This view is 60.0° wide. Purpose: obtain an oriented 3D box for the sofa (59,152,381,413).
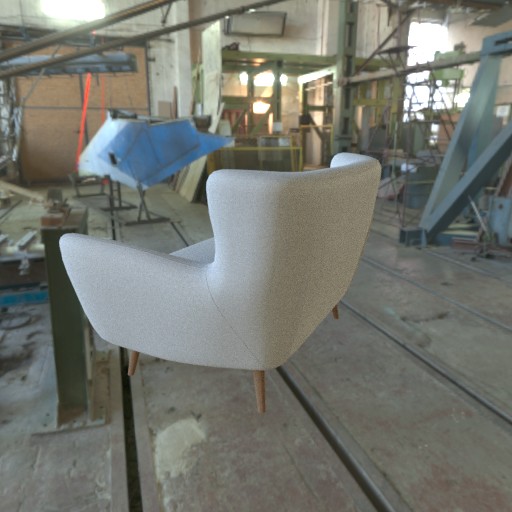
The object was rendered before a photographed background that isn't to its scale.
[{"bbox_3d":[0.000,0.000,2.017,0.921,0.878,1.424,8,17,25],"label":"sofa"}]
